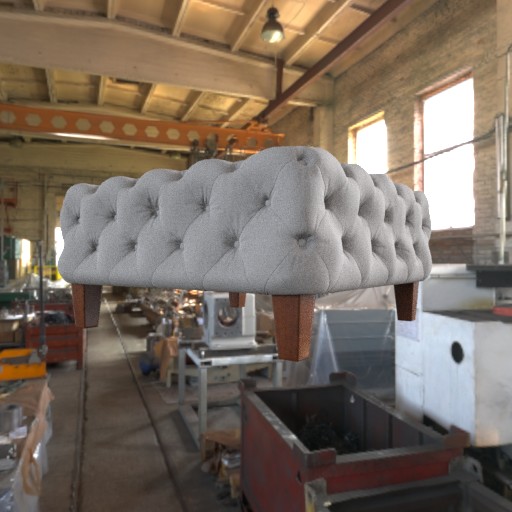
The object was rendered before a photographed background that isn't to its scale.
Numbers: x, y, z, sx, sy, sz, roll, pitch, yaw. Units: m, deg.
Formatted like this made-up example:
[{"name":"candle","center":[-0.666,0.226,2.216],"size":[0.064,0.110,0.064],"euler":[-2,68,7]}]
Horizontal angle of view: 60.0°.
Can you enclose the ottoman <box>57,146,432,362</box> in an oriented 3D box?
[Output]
[{"name":"ottoman","center":[0.000,0.000,1.196],"size":[0.764,0.365,0.758],"euler":[0,-1,36]}]
